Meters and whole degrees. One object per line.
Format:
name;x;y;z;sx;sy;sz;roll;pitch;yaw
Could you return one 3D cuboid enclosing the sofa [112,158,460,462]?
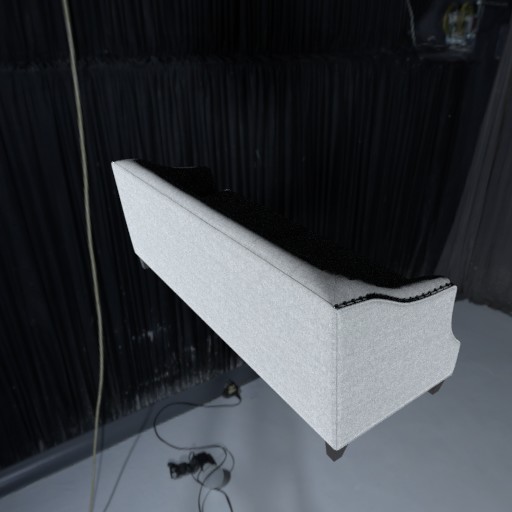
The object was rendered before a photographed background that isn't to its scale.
sofa;0.000;0.000;2.680;0.914;0.901;2.235;-18;32;-31
